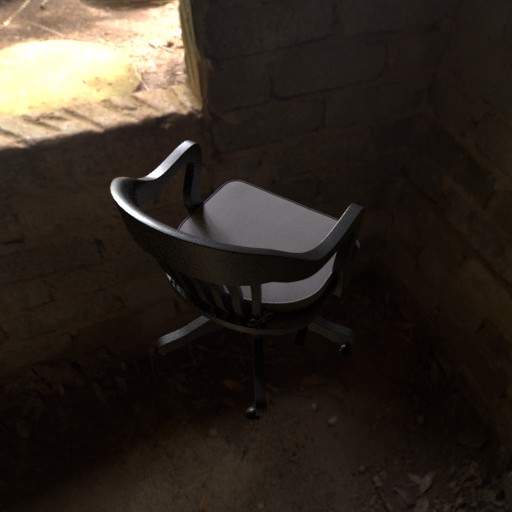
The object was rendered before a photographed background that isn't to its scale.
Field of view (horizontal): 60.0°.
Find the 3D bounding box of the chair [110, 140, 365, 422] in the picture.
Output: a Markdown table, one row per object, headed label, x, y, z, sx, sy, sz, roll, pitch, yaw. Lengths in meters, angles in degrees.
| label | x | y | z | sx | sy | sz | roll | pitch | yaw |
| --- | --- | --- | --- | --- | --- | --- | --- | --- | --- |
| chair | 0.000 | 0.000 | 1.461 | 0.750 | 0.878 | 0.788 | 25 | 52 | 22 |
